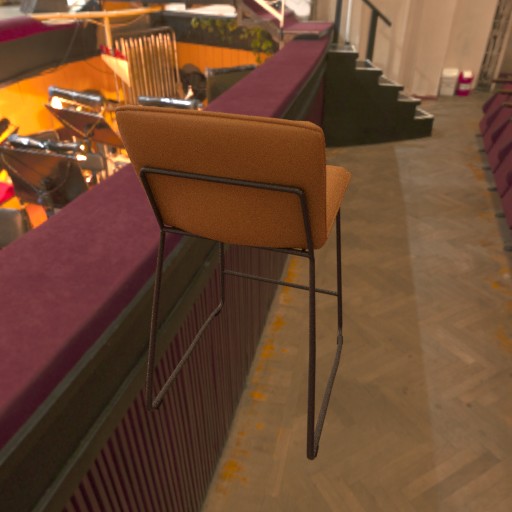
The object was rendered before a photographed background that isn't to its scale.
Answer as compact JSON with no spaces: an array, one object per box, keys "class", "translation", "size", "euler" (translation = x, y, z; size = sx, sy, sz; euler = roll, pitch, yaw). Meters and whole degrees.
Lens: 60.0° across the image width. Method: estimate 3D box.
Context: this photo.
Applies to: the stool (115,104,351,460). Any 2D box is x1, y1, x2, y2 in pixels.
[{"class":"stool","translation":[0.000,0.000,1.167],"size":[0.489,0.866,0.524],"euler":[10,34,16]}]
